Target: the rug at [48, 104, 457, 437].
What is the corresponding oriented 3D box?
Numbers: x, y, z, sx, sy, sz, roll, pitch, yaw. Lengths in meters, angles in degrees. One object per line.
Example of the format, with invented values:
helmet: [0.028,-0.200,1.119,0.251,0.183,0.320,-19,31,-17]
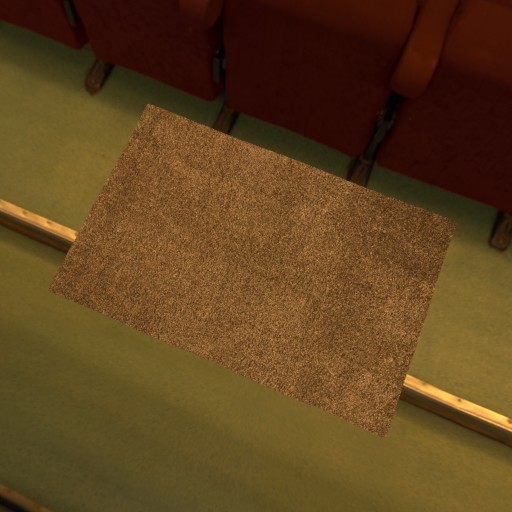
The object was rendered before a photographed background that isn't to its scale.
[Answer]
rug: [0.000,0.000,2.975,2.352,0.025,1.501,22,77,5]
